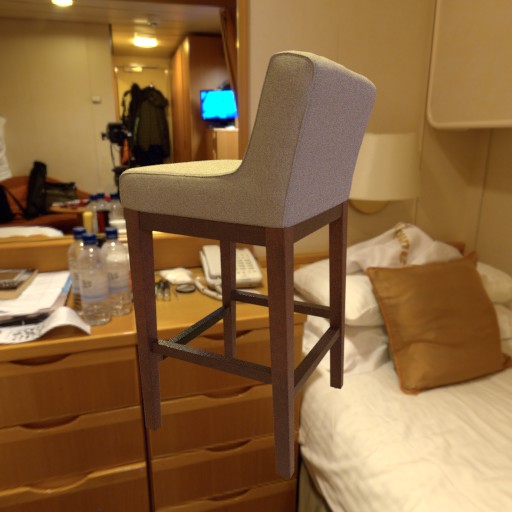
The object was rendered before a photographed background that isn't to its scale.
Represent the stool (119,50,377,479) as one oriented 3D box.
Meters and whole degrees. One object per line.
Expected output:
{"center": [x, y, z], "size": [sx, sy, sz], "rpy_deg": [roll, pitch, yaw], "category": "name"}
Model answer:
{"center": [0.000, 0.000, 1.207], "size": [0.500, 0.937, 0.511], "rpy_deg": [7, 17, 25], "category": "stool"}
